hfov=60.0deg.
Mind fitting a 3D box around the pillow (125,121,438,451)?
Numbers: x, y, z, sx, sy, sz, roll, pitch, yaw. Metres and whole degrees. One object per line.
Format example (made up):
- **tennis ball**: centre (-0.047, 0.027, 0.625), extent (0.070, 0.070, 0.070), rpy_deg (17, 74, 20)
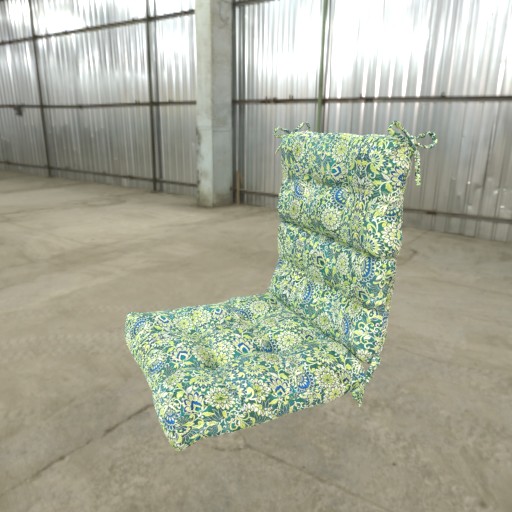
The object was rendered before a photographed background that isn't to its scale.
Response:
- **pillow**: centre (0.000, 0.000, 1.036), extent (0.571, 0.605, 0.519), rpy_deg (-8, 19, -24)
